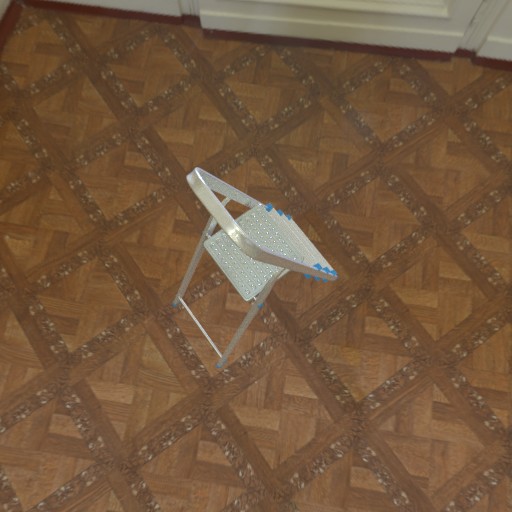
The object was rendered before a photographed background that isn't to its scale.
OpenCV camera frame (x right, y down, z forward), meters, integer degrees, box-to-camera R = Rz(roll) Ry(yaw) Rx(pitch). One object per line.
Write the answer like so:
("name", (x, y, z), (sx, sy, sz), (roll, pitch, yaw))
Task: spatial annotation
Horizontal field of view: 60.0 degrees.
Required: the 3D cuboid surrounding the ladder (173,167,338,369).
("ladder", (0.000, 0.000, 1.813), (0.842, 1.434, 0.445), (-36, 77, -9))
